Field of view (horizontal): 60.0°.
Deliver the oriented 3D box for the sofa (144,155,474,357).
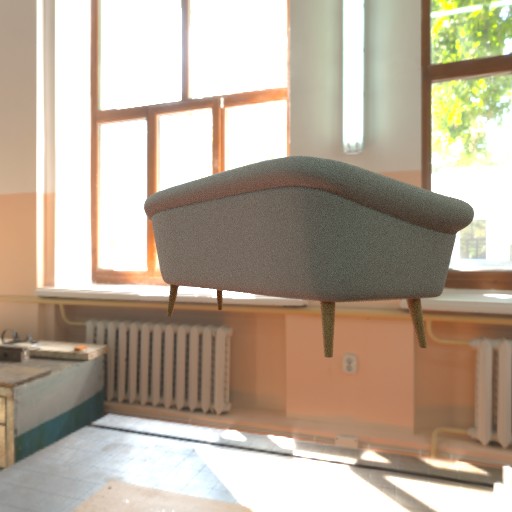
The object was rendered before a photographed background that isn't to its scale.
[{"bbox_3d":[0.000,0.000,2.548,0.827,0.795,2.160,0,0,-36],"label":"sofa"}]
